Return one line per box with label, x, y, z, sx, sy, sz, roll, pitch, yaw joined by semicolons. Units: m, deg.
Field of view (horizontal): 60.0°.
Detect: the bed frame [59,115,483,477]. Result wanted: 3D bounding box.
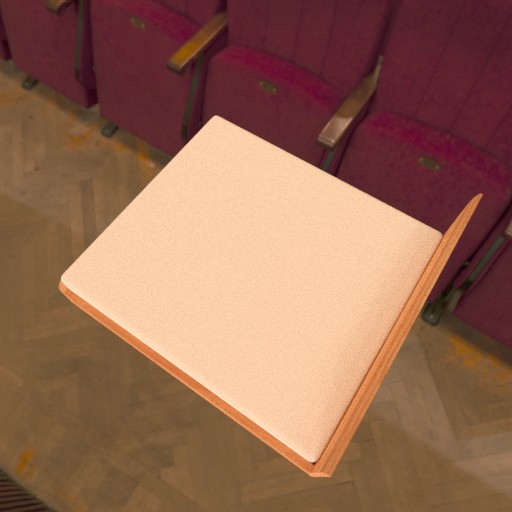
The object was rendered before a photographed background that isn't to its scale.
bed frame;0.000;0.000;3.049;2.092;0.940;1.872;31;68;14
